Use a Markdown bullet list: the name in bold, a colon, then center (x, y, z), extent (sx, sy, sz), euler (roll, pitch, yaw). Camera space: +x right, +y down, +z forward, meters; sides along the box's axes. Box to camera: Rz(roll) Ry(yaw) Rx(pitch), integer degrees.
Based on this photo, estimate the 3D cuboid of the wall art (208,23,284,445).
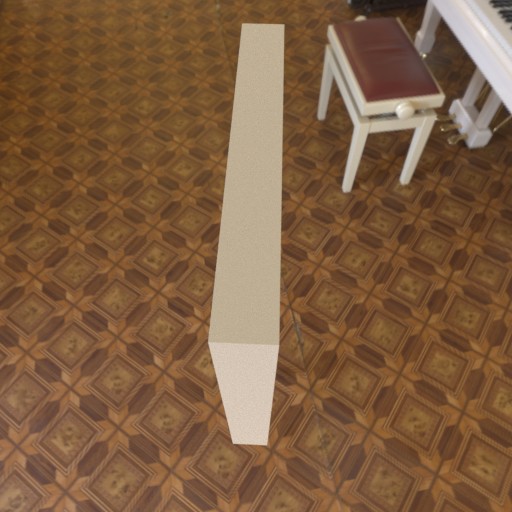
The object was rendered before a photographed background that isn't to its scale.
- **wall art**: center (0.000, 0.000, 0.448), extent (0.038, 0.304, 0.305), euler (2, 58, 1)
